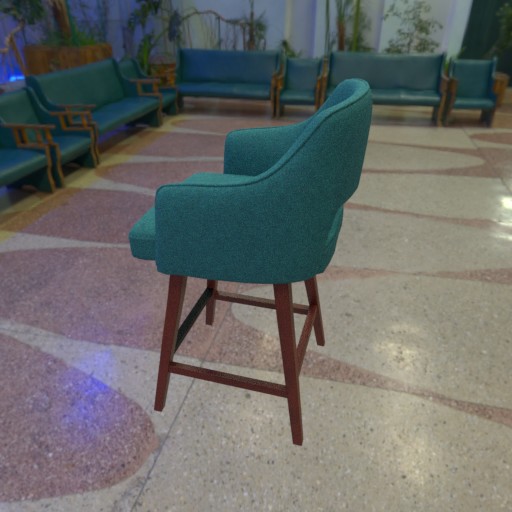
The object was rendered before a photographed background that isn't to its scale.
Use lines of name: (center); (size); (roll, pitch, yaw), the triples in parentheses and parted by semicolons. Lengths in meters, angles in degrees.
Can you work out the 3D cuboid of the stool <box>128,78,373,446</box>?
stool: (0.000, 0.000, 1.301); (0.556, 0.961, 0.548); (8, 31, 14)
